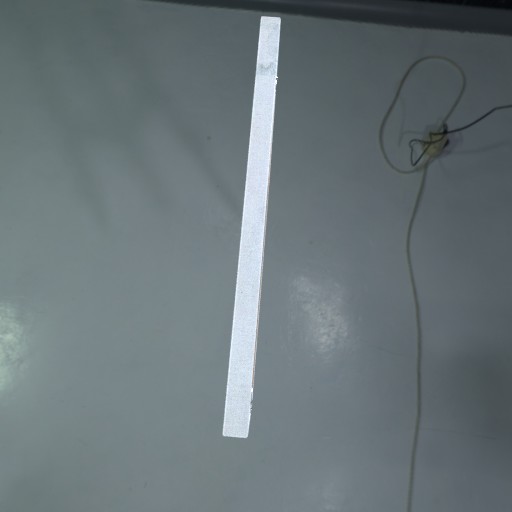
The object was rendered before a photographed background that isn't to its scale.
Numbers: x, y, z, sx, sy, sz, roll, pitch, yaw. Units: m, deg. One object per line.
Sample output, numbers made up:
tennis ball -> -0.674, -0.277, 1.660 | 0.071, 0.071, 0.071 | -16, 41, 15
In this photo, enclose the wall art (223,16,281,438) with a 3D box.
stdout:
wall art -> 0.000, 0.000, 1.131 | 0.041, 0.762, 0.762 | 4, 76, 1
